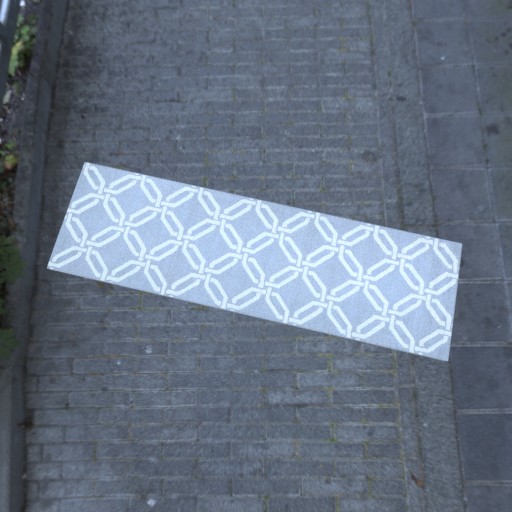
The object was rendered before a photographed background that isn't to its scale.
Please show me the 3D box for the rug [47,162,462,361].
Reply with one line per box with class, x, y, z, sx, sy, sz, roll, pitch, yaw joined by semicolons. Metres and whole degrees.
rug;0.000;0.000;2.526;2.276;0.014;0.678;13;76;3
